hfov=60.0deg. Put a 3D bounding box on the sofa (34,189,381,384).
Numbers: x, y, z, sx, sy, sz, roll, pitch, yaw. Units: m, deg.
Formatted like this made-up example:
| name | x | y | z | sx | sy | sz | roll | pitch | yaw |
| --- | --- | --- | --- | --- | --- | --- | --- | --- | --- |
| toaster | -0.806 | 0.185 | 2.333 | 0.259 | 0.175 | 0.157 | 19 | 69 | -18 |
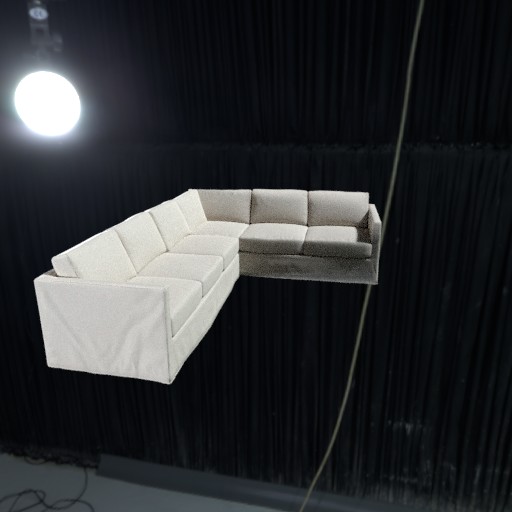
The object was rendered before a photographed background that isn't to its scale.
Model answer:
| name | x | y | z | sx | sy | sz | roll | pitch | yaw |
| --- | --- | --- | --- | --- | --- | --- | --- | --- | --- |
| sofa | 0.000 | 0.000 | 4.283 | 2.432 | 0.871 | 3.182 | 3 | 18 | 10 |
